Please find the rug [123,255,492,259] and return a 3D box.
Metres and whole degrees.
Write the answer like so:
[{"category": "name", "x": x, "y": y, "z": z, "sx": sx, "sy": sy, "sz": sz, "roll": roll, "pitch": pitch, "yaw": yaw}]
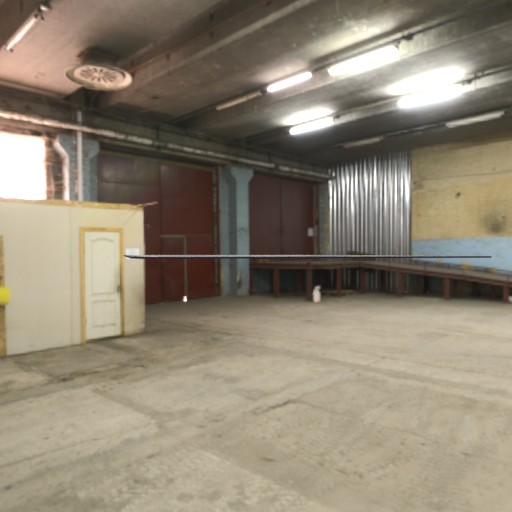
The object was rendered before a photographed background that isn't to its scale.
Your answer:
[{"category": "rug", "x": 0.000, "y": 0.000, "z": 2.884, "sx": 1.630, "sy": 0.009, "sz": 2.232, "roll": 0, "pitch": 0, "yaw": -17}]
